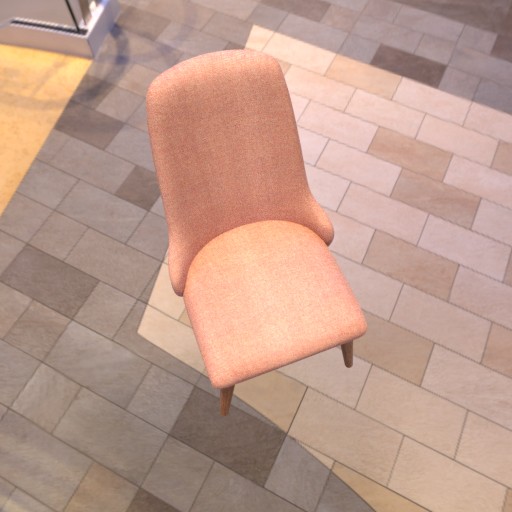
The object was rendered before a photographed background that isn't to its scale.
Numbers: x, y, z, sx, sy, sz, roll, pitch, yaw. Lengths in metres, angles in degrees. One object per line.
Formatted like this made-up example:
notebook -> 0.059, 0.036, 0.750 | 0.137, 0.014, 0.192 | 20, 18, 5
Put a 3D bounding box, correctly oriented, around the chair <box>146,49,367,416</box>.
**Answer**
chair -> 0.000, 0.000, 1.350 | 0.535, 0.918, 0.707 | -18, 66, -8
